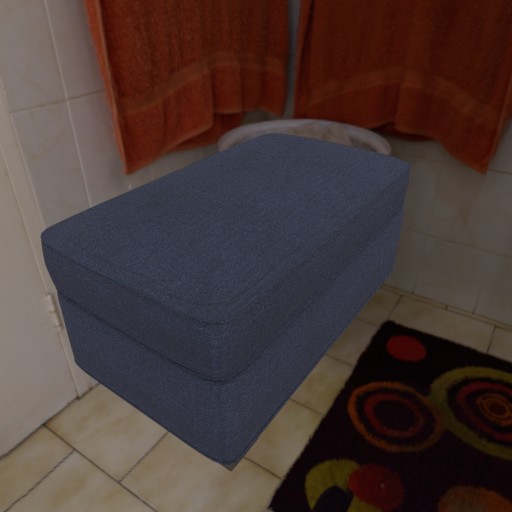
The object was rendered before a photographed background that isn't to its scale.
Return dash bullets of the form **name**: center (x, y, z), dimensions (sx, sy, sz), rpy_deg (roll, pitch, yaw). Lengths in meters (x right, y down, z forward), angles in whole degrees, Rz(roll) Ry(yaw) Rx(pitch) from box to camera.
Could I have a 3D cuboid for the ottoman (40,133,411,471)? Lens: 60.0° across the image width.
- **ottoman**: center (0.000, 0.000, 1.173), dimensions (0.505, 0.453, 0.895), rpy_deg (21, 38, 29)
